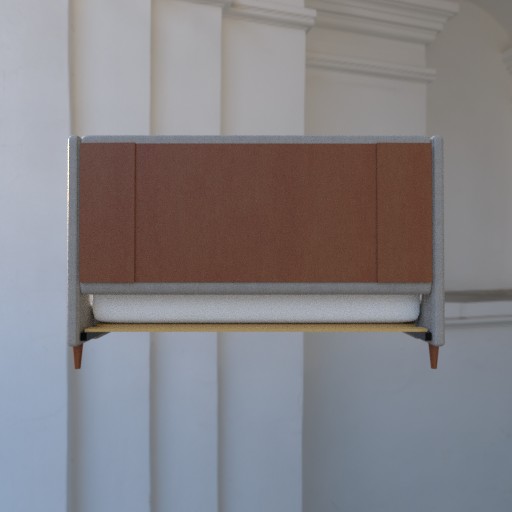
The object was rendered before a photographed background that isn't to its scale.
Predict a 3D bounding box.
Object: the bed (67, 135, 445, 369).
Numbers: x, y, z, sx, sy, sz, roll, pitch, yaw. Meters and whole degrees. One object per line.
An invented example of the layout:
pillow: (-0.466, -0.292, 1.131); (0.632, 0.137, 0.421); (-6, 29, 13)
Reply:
bed: (0.000, 0.000, 3.554); (2.062, 1.289, 2.342); (0, -1, 0)
